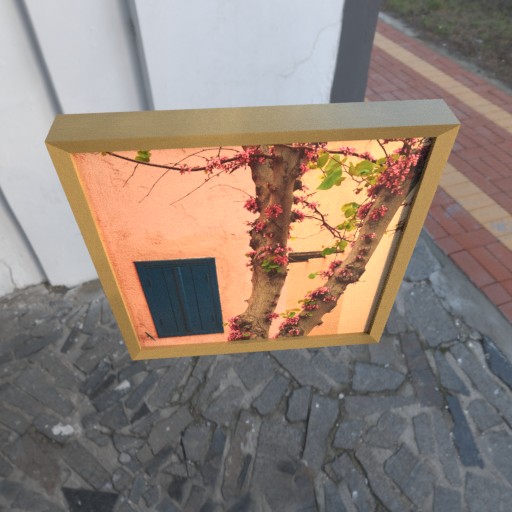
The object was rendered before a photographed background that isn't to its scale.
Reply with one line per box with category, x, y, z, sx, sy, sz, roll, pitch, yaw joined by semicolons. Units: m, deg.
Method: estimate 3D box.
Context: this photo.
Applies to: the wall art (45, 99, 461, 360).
wall art;0.000;0.000;0.447;0.304;0.305;0.038;-3;47;-3
